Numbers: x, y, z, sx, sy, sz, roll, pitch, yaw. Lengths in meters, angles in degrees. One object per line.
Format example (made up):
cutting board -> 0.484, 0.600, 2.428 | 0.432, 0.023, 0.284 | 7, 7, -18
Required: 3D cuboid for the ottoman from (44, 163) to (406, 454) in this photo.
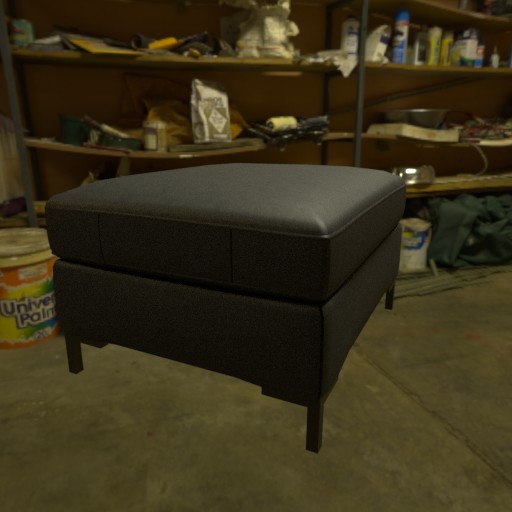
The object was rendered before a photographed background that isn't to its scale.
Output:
ottoman -> 0.000, 0.000, 1.784 | 0.967, 0.696, 1.187 | 8, 18, 25
